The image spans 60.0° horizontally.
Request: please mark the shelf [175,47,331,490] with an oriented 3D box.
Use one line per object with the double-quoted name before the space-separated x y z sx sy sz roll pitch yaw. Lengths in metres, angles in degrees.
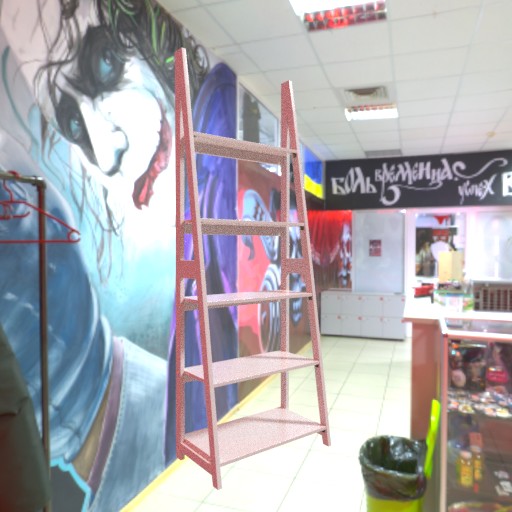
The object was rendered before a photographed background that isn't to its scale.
"shelf" 0.000 0.000 2.006 0.636 1.779 0.341 -1 1 -38
